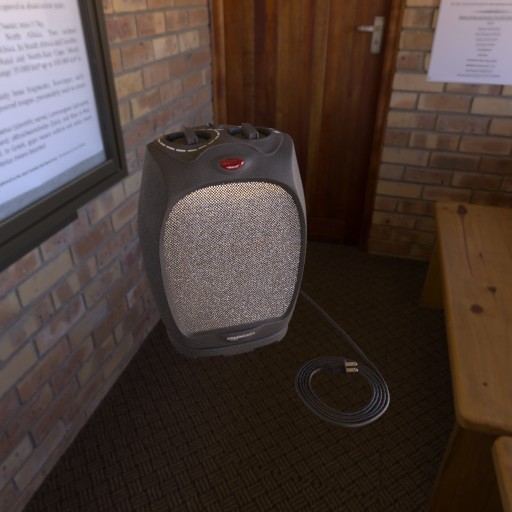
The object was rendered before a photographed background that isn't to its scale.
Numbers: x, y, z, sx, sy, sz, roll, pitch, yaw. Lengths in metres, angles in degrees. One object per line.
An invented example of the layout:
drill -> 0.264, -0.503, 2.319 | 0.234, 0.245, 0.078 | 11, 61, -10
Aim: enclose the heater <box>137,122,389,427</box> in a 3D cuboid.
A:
heater -> 0.000, 0.000, 0.480 | 0.239, 0.255, 0.291 | -9, 32, -14
